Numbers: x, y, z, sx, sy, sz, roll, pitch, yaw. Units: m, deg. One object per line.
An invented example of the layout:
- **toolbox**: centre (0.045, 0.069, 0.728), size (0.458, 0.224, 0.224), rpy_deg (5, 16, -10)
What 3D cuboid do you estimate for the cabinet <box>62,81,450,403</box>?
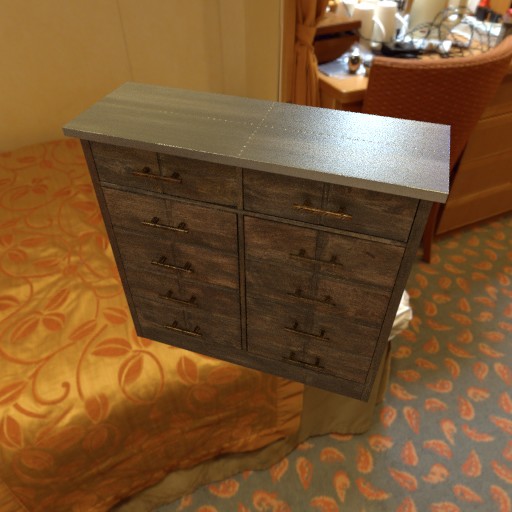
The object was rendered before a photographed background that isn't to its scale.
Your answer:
- **cabinet**: centre (0.000, 0.000, 1.473), size (0.968, 0.919, 0.338), rpy_deg (13, 44, 14)
